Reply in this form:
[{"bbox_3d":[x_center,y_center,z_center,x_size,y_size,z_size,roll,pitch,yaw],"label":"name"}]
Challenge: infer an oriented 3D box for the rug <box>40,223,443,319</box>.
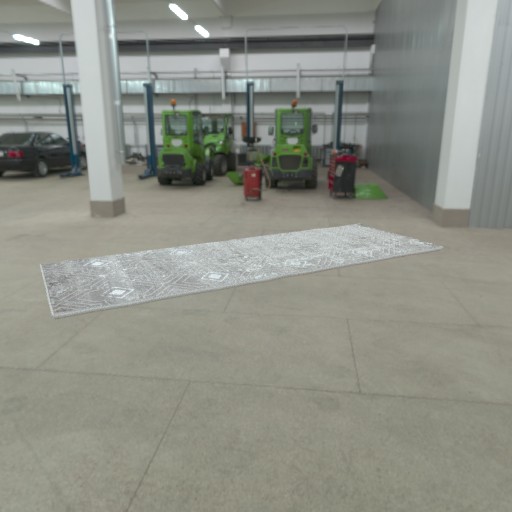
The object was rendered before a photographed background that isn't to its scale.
[{"bbox_3d":[0.000,0.000,2.742,2.381,0.035,0.832,-8,18,-27],"label":"rug"}]
